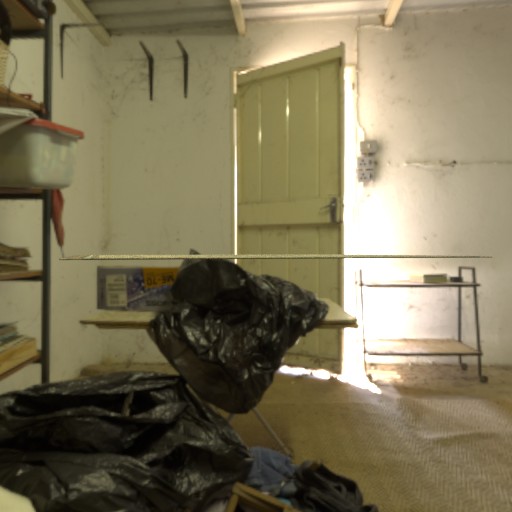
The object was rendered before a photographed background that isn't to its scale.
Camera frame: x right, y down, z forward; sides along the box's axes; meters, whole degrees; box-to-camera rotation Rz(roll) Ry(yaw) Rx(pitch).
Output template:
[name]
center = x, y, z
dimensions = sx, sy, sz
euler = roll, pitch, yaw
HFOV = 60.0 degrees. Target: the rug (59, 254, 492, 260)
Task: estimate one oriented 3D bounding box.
[rug]
center = 0.000, 0.000, 3.421
dimensions = 2.651, 0.010, 1.971
euler = 0, 1, -19
